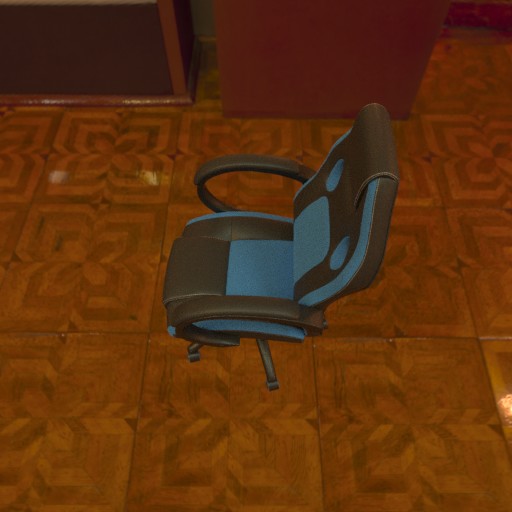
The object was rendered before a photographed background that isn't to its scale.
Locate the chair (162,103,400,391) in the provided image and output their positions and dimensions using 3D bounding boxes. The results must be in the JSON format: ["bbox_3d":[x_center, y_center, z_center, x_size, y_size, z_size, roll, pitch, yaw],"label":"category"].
[{"bbox_3d":[0.000,0.000,1.629,0.724,1.187,0.673,2,58,1],"label":"chair"}]
